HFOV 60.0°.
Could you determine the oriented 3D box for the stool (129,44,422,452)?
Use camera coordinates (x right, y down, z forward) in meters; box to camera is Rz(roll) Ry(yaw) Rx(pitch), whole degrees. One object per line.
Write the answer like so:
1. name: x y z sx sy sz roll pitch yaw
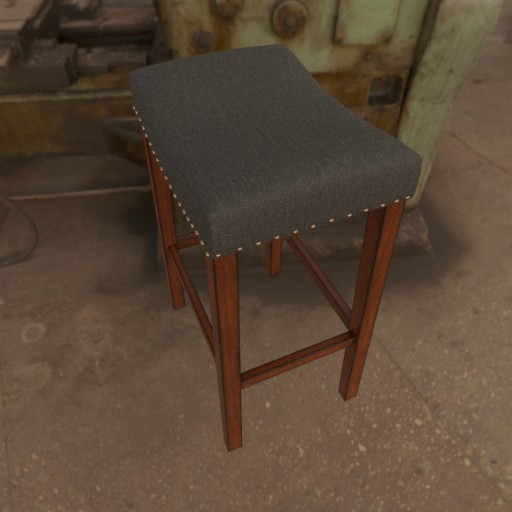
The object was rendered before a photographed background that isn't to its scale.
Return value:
1. stool: 0.000 0.000 1.017 0.366 0.760 0.502 -18 49 -16
